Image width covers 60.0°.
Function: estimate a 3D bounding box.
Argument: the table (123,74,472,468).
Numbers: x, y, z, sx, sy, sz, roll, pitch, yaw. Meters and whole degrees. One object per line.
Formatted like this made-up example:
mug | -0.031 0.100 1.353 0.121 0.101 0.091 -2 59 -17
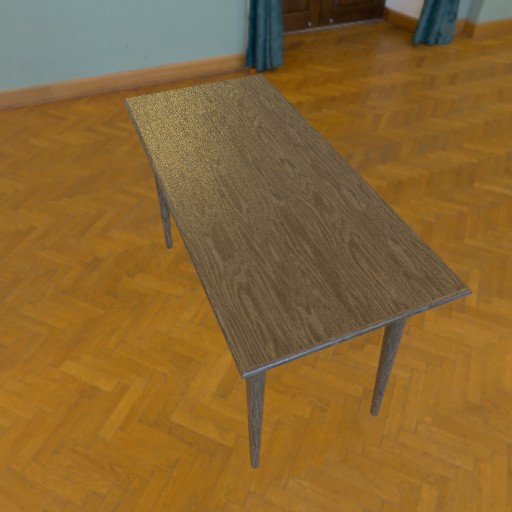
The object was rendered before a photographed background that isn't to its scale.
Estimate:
table | 0.000 0.000 1.686 0.599 0.780 1.300 -17 48 -15
